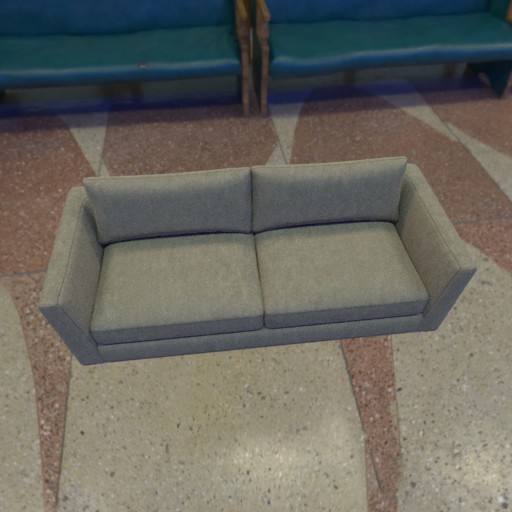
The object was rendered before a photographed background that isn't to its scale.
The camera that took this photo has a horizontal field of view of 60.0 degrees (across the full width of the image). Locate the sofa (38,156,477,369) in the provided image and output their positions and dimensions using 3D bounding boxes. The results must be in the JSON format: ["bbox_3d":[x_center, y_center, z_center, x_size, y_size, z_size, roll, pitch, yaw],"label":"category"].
[{"bbox_3d":[0.000,0.000,2.575,2.121,0.864,0.889,-5,48,-4],"label":"sofa"}]
